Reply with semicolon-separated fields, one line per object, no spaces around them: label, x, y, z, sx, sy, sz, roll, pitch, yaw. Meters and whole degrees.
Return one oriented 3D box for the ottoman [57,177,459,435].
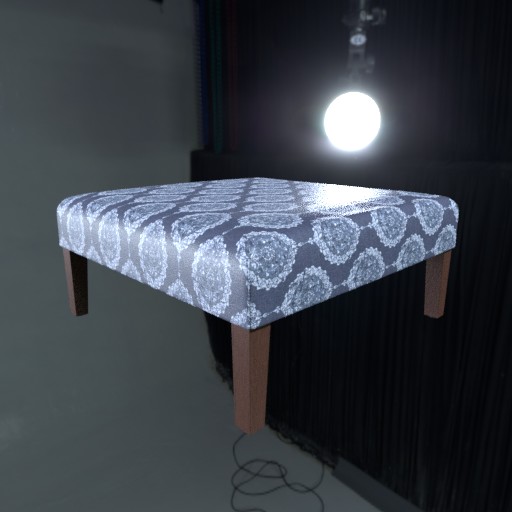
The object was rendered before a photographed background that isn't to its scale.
ottoman;0.000;0.000;1.406;0.890;0.409;0.889;-14;21;-42
